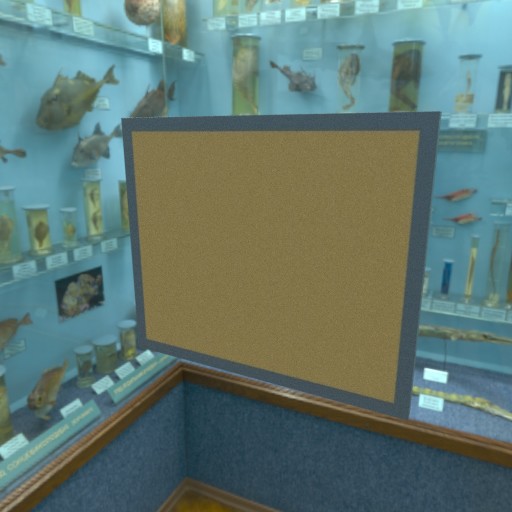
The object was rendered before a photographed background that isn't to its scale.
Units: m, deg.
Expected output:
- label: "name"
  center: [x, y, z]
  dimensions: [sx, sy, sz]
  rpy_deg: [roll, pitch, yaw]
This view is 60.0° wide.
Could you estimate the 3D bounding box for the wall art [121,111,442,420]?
- label: "wall art"
  center: [0.000, 0.000, 0.922]
  dimensions: [0.660, 0.558, 0.026]
  rpy_deg: [8, 17, 26]
